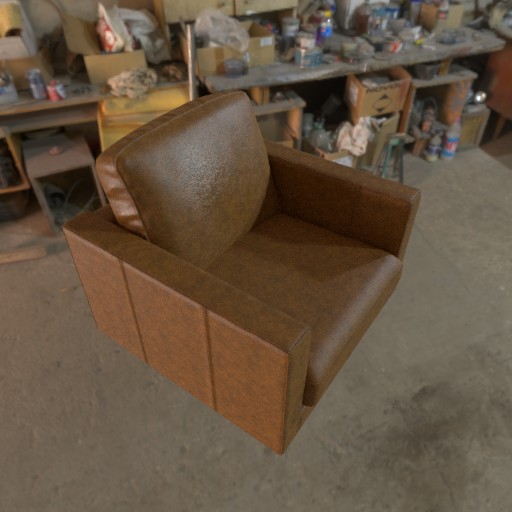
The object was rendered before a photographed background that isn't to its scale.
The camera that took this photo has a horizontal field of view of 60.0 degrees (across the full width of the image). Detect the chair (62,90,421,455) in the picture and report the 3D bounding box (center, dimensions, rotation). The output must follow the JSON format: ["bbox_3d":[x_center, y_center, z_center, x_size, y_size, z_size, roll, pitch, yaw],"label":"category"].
[{"bbox_3d":[0.000,0.000,1.627,0.909,0.956,0.890,25,47,26],"label":"chair"}]
